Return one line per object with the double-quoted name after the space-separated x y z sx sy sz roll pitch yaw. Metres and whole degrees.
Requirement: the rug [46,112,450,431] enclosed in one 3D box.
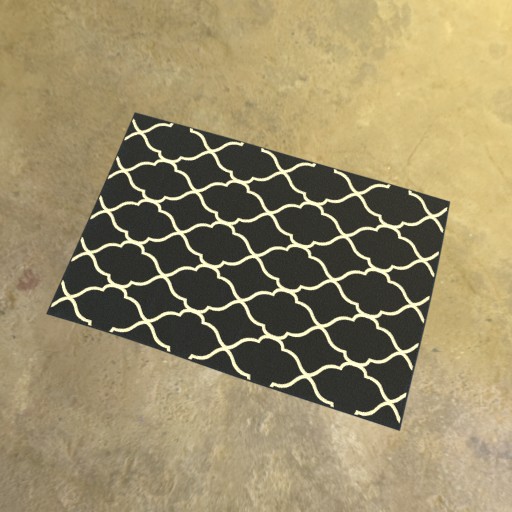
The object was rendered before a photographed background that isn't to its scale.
0.000 0.000 2.891 2.294 0.014 1.528 17 76 4 "rug"
